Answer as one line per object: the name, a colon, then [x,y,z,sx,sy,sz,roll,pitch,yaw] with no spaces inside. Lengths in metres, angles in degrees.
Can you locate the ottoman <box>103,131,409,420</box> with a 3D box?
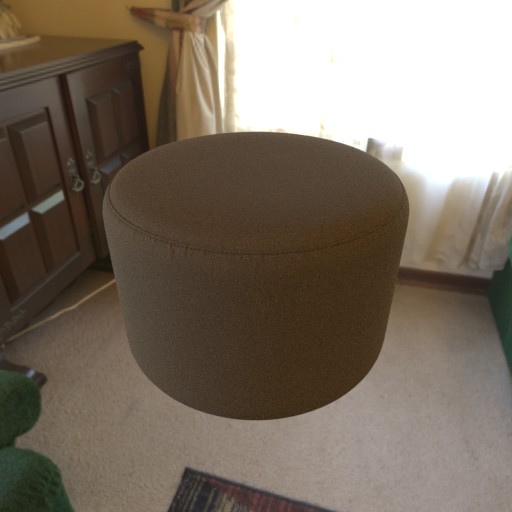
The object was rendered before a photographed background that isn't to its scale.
ottoman: [0.000,0.000,0.993,0.608,0.433,0.608,0,32,0]
